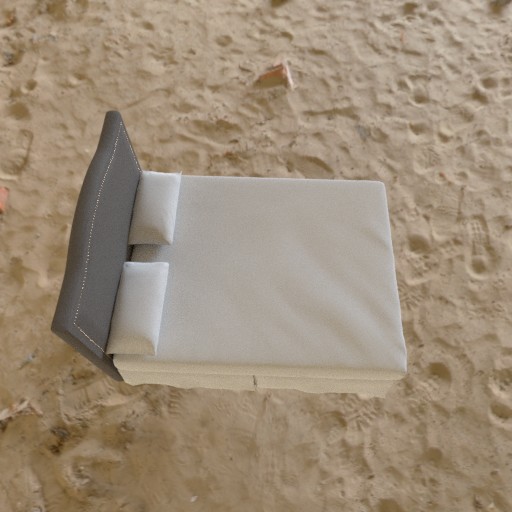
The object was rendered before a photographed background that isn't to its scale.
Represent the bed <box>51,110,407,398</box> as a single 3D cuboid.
[{"bbox_3d":[0.000,0.000,3.437,2.282,1.436,1.821,2,63,1],"label":"bed"}]
